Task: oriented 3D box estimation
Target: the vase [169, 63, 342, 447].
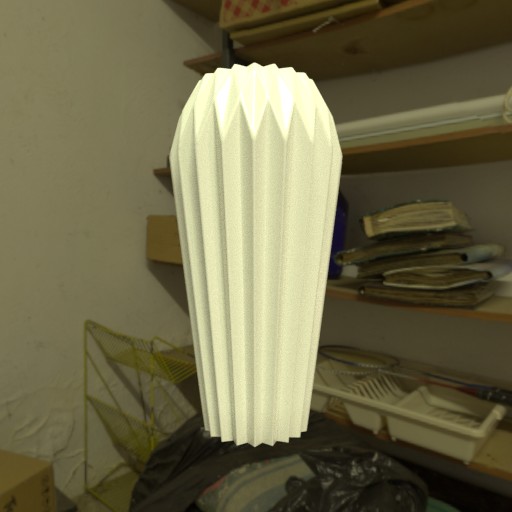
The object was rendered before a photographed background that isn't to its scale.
[{"bbox_3d":[0.000,0.000,0.345,0.133,0.263,0.133,0,1,0],"label":"vase"}]
